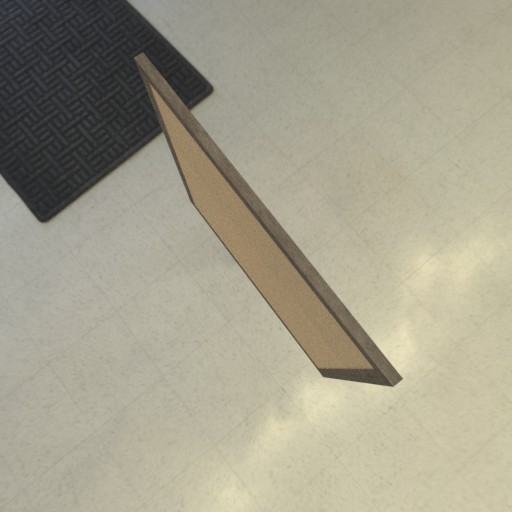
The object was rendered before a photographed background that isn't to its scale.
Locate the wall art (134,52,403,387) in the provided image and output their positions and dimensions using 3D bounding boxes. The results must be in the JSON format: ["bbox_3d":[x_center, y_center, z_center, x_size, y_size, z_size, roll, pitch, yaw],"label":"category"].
[{"bbox_3d":[0.000,0.000,0.692,0.013,0.457,0.457,-36,79,-8],"label":"wall art"}]
